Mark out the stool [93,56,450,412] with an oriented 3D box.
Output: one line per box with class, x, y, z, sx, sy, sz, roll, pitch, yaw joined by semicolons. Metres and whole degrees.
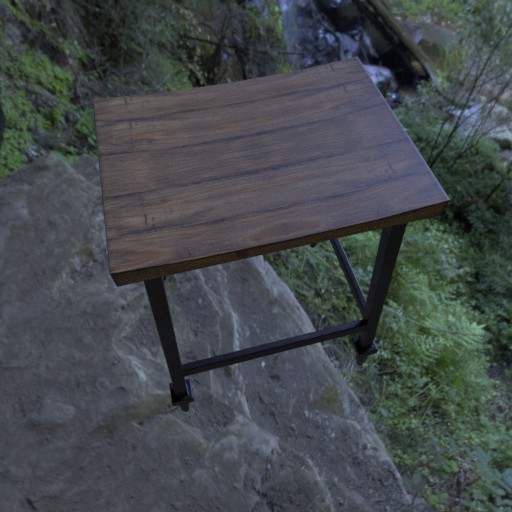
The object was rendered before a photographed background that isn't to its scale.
stool;0.000;0.000;0.938;0.486;0.625;0.405;-12;58;-8
